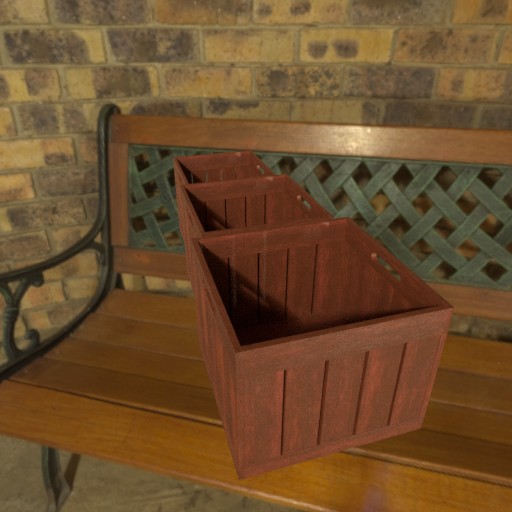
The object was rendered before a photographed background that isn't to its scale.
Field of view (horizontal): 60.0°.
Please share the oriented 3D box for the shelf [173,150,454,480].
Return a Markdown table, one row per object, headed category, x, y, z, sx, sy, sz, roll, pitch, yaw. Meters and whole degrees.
| category | x | y | z | sx | sy | sz | roll | pitch | yaw |
| --- | --- | --- | --- | --- | --- | --- | --- | --- | --- |
| shelf | 0.000 | 0.000 | 1.237 | 0.393 | 0.311 | 1.064 | -9 | 31 | -15 |
